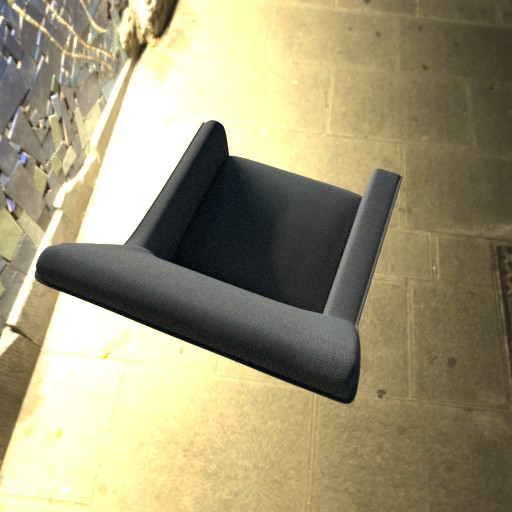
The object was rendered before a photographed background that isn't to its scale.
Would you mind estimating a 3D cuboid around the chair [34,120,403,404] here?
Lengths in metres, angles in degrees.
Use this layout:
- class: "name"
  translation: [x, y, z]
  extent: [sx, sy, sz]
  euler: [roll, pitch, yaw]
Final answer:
- class: "chair"
  translation: [0.000, 0.000, 1.524]
  extent: [0.780, 0.919, 0.899]
  euler: [19, 65, 10]
